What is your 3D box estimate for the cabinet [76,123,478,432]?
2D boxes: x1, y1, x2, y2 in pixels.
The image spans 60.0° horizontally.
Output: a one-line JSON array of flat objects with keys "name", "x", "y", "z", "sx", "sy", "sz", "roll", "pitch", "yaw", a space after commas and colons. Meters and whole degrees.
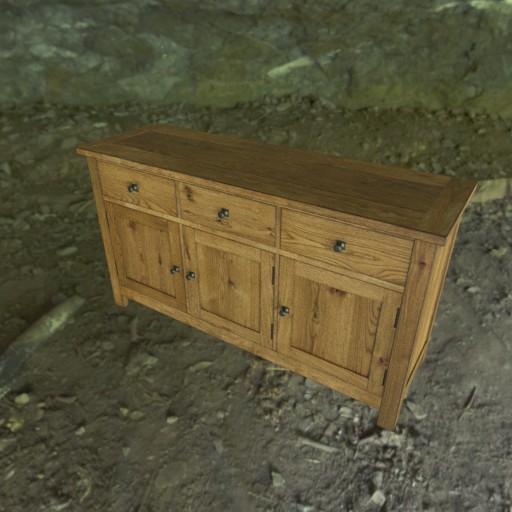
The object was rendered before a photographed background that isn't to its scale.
[{"name": "cabinet", "x": 0.000, "y": 0.000, "z": 1.870, "sx": 1.474, "sy": 0.813, "sz": 0.480, "roll": 18, "pitch": 35, "yaw": 28}]
